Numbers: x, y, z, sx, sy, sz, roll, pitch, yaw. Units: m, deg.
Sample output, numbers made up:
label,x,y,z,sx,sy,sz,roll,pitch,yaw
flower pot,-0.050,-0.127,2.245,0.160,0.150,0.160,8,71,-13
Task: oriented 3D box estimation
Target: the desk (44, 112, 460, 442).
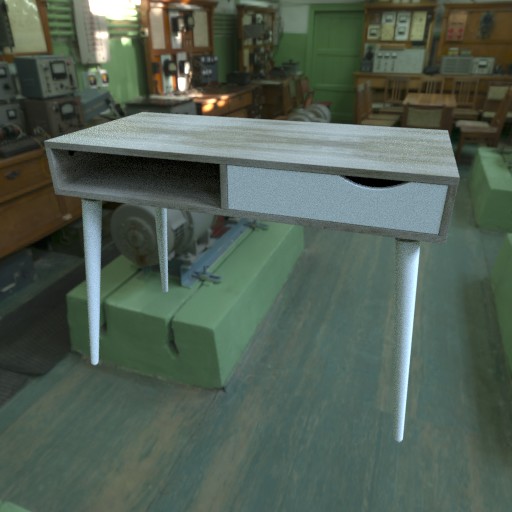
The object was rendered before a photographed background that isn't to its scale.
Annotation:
label,x,y,z,sx,sy,sz,roll,pitch,yaw
desk,0.000,0.000,1.349,0.979,0.723,0.491,9,28,16
